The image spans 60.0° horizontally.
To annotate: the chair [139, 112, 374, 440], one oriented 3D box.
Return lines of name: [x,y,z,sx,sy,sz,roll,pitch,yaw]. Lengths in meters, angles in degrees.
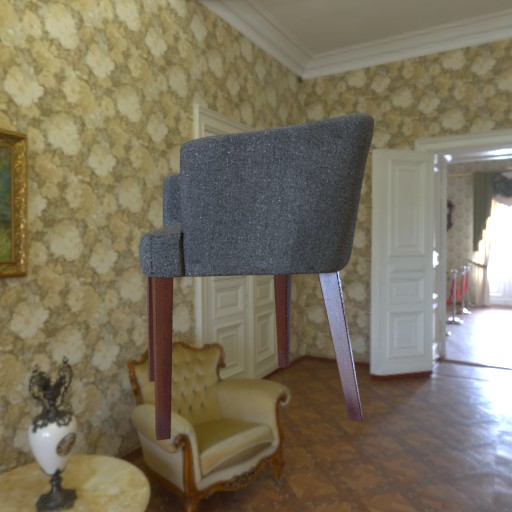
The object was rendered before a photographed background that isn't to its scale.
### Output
chair: [0.000,0.000,1.290,0.655,0.811,0.583,0,1,-16]
